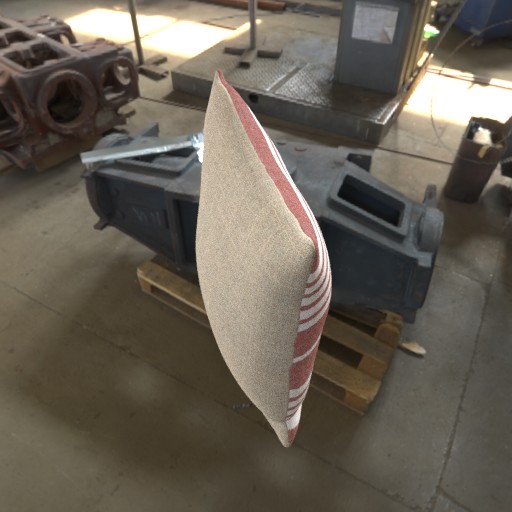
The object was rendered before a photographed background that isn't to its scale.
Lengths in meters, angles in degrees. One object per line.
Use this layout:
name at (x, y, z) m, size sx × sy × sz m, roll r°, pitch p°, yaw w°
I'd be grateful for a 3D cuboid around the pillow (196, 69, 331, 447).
pillow at (0.000, 0.000, 0.694) m, size 0.182 × 0.427 × 0.439 m, roll -11°, pitch 46°, yaw -11°
